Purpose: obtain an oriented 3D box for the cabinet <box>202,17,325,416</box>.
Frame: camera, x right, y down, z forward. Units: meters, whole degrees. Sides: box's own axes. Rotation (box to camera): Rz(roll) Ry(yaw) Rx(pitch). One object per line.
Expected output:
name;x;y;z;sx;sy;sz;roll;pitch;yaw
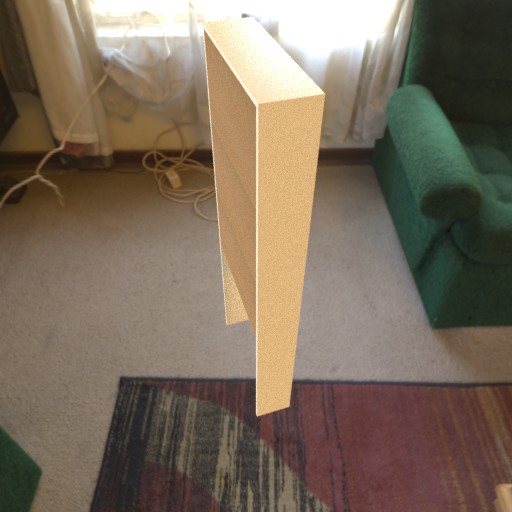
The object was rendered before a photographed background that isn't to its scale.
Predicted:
cabinet;0.000;0.000;1.989;0.192;1.770;0.643;-13;47;-12
